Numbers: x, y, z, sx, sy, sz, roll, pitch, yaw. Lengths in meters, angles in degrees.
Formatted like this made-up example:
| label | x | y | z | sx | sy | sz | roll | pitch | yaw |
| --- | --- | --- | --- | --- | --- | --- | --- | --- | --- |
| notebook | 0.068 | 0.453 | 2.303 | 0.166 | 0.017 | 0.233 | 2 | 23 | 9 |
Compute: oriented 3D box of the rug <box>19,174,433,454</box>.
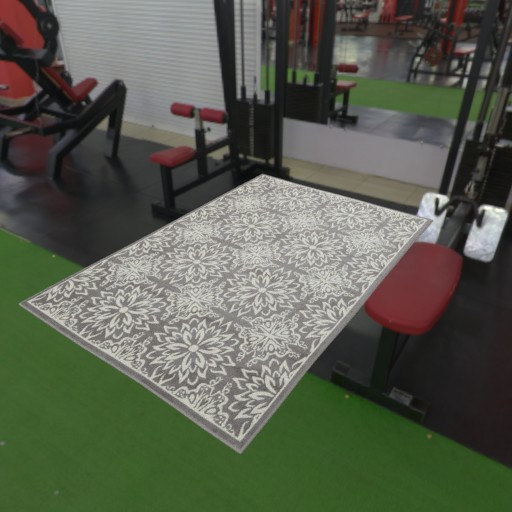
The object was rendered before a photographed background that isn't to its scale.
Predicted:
| label | x | y | z | sx | sy | sz | roll | pitch | yaw |
| --- | --- | --- | --- | --- | --- | --- | --- | --- | --- |
| rug | 0.000 | 0.000 | 2.260 | 1.224 | 0.012 | 1.847 | 21 | 38 | 30 |
